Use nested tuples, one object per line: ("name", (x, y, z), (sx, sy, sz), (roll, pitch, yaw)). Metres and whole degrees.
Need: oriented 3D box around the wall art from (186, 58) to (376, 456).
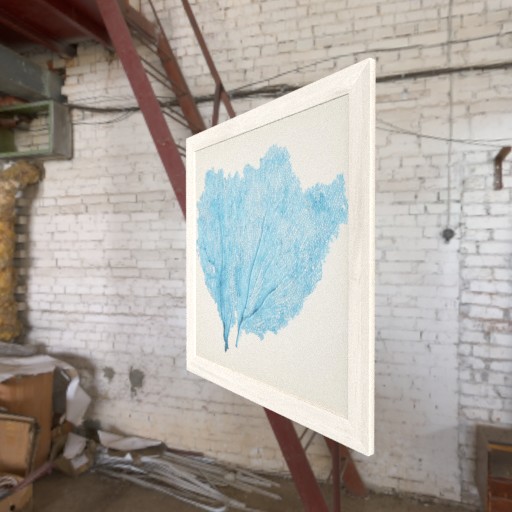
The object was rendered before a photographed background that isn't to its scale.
("wall art", (0.000, 0.000, 0.888), (0.013, 0.584, 0.584), (-1, 1, -36))
